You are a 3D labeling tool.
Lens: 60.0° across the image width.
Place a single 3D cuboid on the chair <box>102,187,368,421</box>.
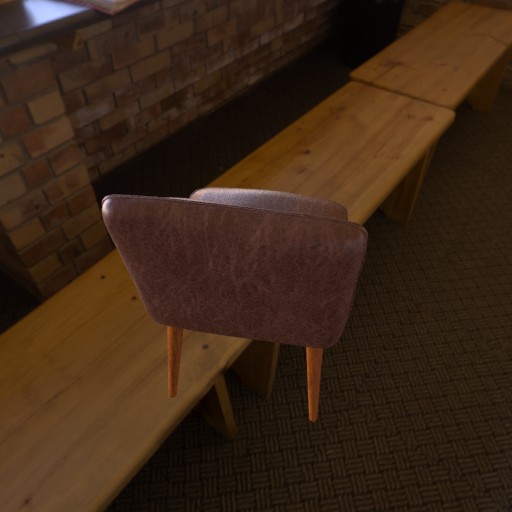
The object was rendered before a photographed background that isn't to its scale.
[{"bbox_3d":[0.000,0.000,1.248,0.543,0.803,0.645,4,47,4],"label":"chair"}]
